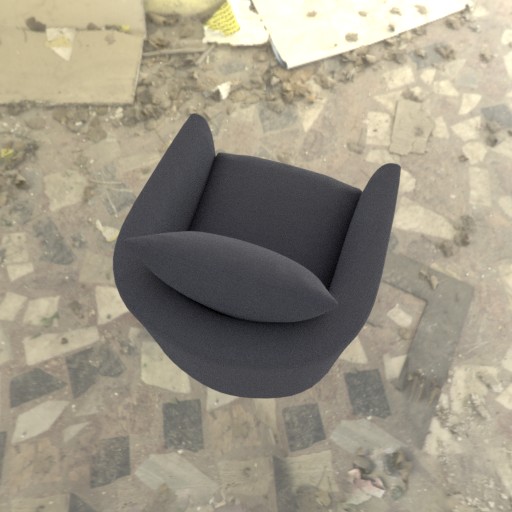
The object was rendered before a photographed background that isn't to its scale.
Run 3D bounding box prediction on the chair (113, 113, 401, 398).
[{"bbox_3d":[0.000,0.000,1.612,0.845,0.848,0.910,16,65,8],"label":"chair"}]
